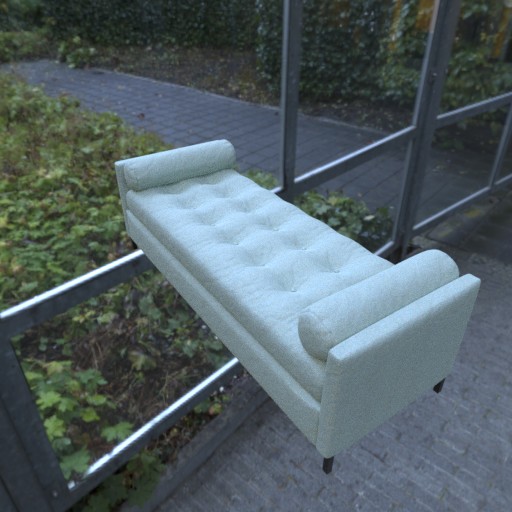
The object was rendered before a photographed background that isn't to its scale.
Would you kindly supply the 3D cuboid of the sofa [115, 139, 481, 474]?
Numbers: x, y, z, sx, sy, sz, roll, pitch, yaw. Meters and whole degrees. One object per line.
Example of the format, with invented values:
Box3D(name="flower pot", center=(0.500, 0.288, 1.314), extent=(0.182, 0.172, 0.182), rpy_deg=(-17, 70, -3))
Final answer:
Box3D(name="sofa", center=(0.000, 0.000, 2.452), extent=(0.796, 0.705, 2.102), rpy_deg=(-21, 38, -28))
